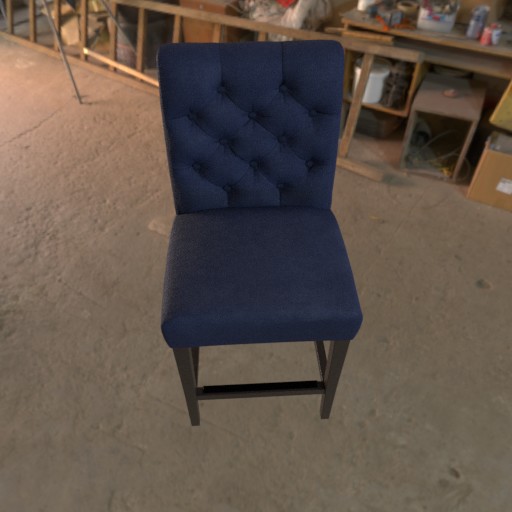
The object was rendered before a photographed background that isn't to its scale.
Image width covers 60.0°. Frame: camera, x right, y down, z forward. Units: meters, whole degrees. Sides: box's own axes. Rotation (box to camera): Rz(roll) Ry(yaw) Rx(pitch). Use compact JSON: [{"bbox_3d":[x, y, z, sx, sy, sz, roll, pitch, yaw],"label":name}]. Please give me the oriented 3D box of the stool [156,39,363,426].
[{"bbox_3d":[0.000,0.000,1.290,0.493,1.010,0.601,-2,47,-2],"label":"stool"}]
